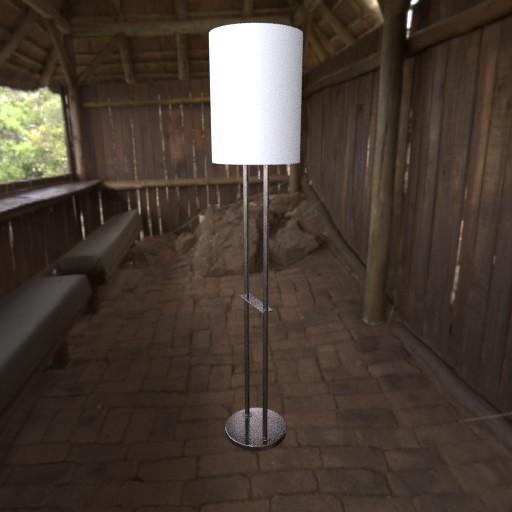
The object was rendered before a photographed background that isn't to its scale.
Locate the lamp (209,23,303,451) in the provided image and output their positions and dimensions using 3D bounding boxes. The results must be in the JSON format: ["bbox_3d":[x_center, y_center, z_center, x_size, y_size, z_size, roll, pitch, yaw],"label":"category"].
[{"bbox_3d":[0.000,0.000,1.643,0.305,1.500,0.306,-7,17,-25],"label":"lamp"}]
